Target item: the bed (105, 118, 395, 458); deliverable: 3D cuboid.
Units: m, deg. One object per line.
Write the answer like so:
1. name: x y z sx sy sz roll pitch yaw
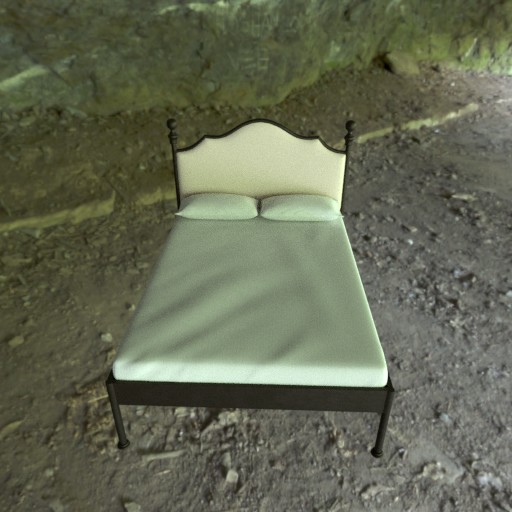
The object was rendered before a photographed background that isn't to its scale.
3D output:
1. bed: 0.000 0.000 3.264 1.642 1.499 2.224 1 30 2
